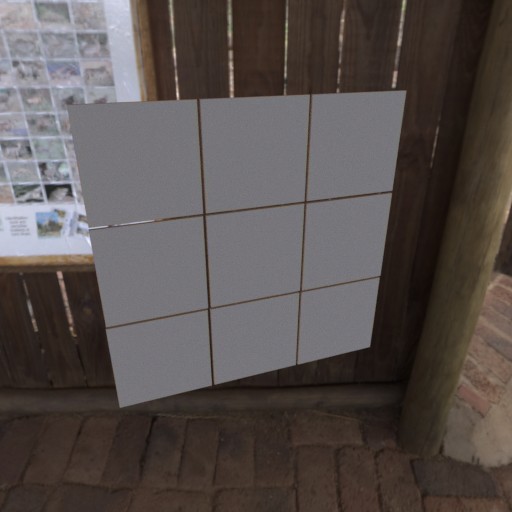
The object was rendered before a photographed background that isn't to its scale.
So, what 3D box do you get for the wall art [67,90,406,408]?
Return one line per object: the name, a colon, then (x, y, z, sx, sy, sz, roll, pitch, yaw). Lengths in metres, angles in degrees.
wall art: (0.000, 0.000, 2.237, 1.527, 1.521, 0.017, -9, 27, -18)
